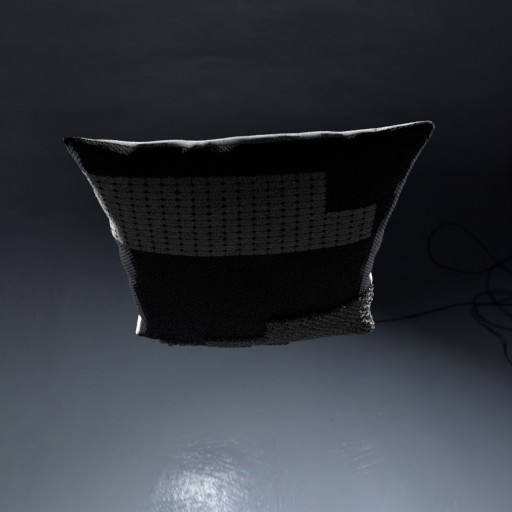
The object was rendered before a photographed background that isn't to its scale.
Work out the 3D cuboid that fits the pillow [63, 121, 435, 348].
[{"bbox_3d":[0.000,0.000,0.725,0.475,0.473,0.178,-3,46,-3],"label":"pillow"}]
